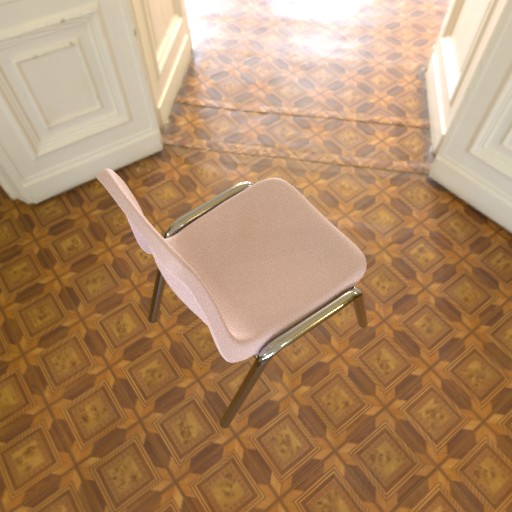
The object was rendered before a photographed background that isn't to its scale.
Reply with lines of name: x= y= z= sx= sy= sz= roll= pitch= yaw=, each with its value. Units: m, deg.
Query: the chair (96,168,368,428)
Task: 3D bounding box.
chair: x=0.000 y=0.000 z=0.844 sx=0.423 sy=0.586 sz=0.354 roll=-33 pitch=63 yaw=-19
